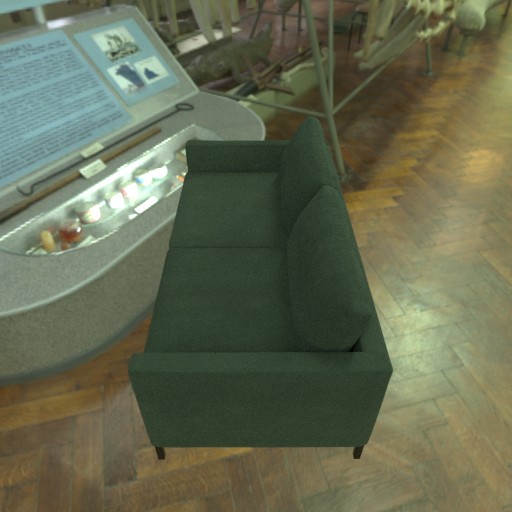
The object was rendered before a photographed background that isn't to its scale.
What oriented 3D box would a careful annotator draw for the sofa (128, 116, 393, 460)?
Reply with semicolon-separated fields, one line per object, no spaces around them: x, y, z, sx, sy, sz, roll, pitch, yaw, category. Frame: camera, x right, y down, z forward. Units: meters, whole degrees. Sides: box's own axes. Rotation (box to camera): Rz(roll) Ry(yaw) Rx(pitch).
0.000;0.000;2.161;0.875;0.817;1.676;0;40;0;sofa
